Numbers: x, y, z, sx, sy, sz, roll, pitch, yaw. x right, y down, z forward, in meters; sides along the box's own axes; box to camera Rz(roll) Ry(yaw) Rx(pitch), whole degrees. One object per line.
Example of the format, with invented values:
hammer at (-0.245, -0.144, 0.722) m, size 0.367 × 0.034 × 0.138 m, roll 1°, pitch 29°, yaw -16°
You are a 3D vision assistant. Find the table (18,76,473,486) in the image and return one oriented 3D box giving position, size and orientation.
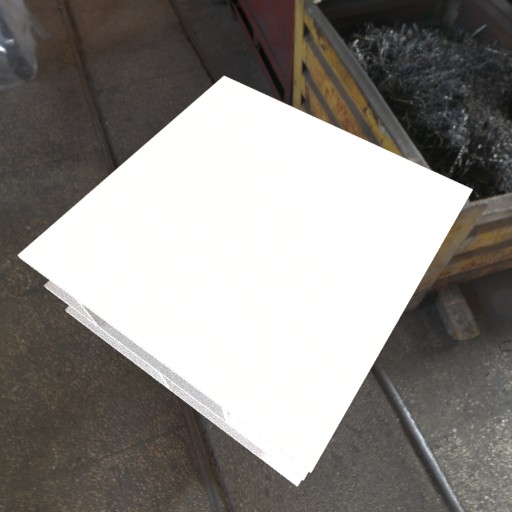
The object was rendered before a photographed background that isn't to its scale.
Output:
table at (0.000, 0.000, 1.074) m, size 0.700 × 0.289 × 0.700 m, roll 31°, pitch 63°, yaw 17°
